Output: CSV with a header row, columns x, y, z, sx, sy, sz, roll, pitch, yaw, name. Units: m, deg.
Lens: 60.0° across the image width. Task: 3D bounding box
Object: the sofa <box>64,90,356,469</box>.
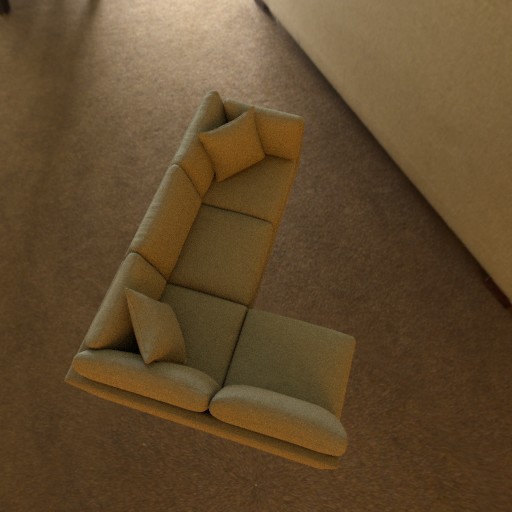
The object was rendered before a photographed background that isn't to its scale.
x,y,z,sx,sy,sz,roll,pitch,yaw,name
0.000,0.000,3.814,1.994,0.978,2.896,15,64,8,sofa
